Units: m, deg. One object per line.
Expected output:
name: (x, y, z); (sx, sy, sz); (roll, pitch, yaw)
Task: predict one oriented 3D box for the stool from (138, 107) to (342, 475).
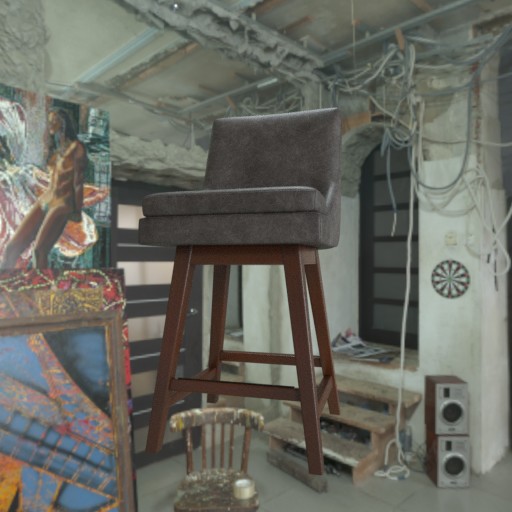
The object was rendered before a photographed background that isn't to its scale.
stool: (0.000, 0.000, 1.367); (0.492, 1.046, 0.587); (0, -1, 16)
